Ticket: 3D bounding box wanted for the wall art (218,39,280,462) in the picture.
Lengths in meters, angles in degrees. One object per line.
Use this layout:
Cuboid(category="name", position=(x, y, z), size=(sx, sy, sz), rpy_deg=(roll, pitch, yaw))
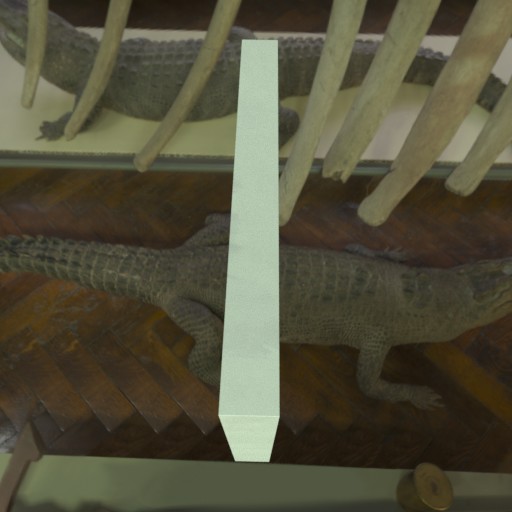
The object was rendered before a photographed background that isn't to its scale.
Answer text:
Cuboid(category="wall art", position=(0.000, 0.000, 0.481), size=(0.038, 0.254, 0.381), rpy_deg=(1, 59, 1))
